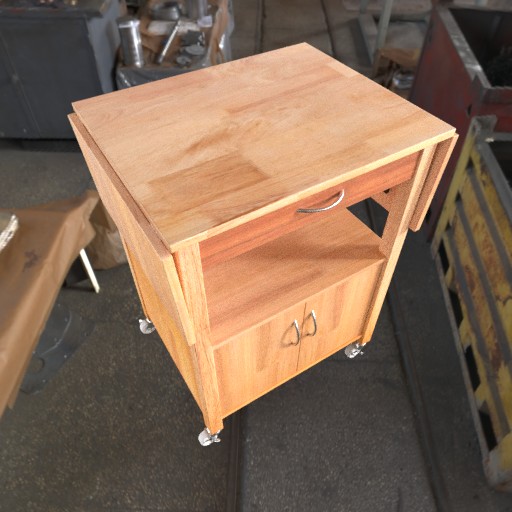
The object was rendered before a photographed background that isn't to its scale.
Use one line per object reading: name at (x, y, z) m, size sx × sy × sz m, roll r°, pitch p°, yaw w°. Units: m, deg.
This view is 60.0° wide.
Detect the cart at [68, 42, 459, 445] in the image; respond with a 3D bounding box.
cart at (0.000, 0.000, 1.204) m, size 0.640 × 0.838 × 0.508 m, roll -24°, pitch 51°, yaw -21°
